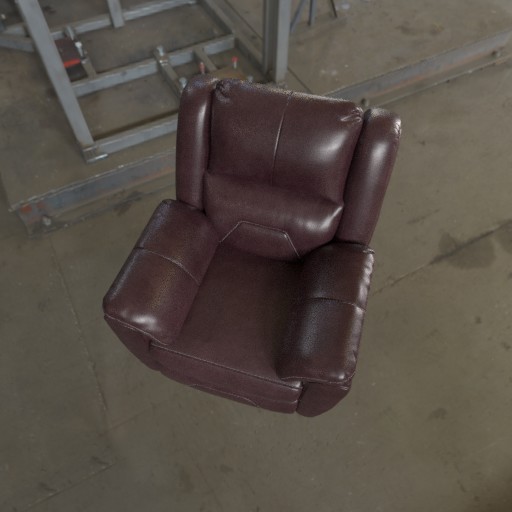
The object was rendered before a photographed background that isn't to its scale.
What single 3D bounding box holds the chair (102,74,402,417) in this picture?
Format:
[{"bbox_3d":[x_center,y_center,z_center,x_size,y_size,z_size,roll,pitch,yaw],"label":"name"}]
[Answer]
[{"bbox_3d":[0.000,0.000,1.915,0.990,1.093,1.041,14,59,9],"label":"chair"}]
